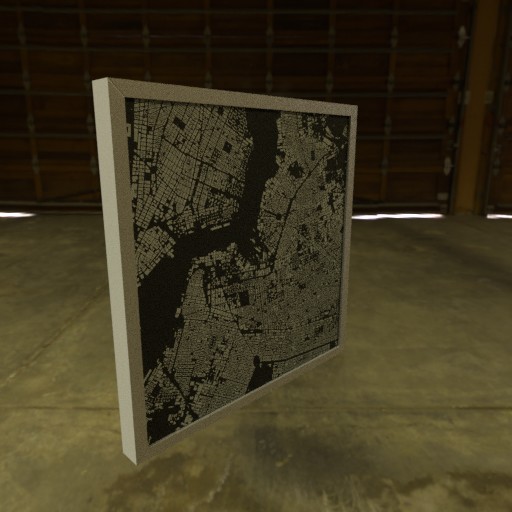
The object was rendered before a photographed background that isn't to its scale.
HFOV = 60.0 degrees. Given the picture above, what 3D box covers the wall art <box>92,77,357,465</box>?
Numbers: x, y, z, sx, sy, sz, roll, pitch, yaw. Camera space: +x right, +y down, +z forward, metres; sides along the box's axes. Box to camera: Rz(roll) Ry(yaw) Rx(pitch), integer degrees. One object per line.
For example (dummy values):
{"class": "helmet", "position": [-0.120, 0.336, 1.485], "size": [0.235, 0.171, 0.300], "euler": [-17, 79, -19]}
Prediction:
{"class": "wall art", "position": [0.000, 0.000, 0.742], "size": [0.506, 0.506, 0.038], "euler": [-13, 19, -43]}
